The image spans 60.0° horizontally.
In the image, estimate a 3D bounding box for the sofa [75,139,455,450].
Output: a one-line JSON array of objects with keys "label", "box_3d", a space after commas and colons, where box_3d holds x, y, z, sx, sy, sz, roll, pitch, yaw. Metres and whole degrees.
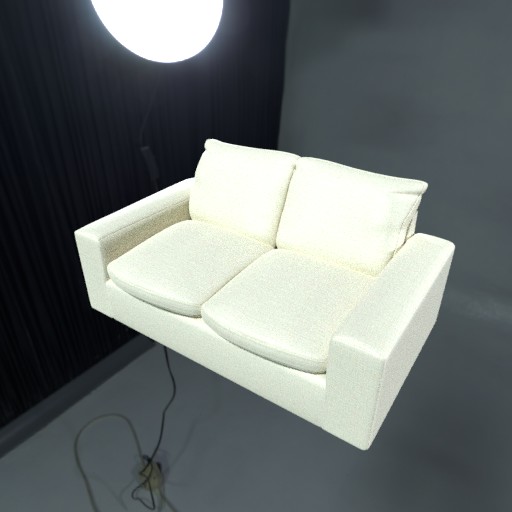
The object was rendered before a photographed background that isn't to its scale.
[{"label": "sofa", "box_3d": [0.000, 0.000, 2.368, 1.754, 0.875, 1.091, 19, 35, 29]}]
